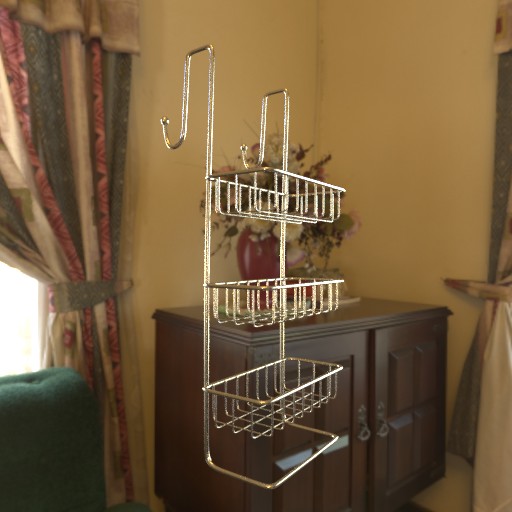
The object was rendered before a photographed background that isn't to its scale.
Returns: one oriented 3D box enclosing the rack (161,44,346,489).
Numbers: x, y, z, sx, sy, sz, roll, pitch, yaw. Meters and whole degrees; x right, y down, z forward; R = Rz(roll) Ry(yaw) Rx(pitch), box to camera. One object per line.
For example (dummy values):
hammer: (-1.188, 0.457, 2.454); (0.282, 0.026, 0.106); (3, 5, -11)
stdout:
rack: (0.000, 0.000, 0.673); (0.202, 0.574, 0.228); (0, 0, 35)
